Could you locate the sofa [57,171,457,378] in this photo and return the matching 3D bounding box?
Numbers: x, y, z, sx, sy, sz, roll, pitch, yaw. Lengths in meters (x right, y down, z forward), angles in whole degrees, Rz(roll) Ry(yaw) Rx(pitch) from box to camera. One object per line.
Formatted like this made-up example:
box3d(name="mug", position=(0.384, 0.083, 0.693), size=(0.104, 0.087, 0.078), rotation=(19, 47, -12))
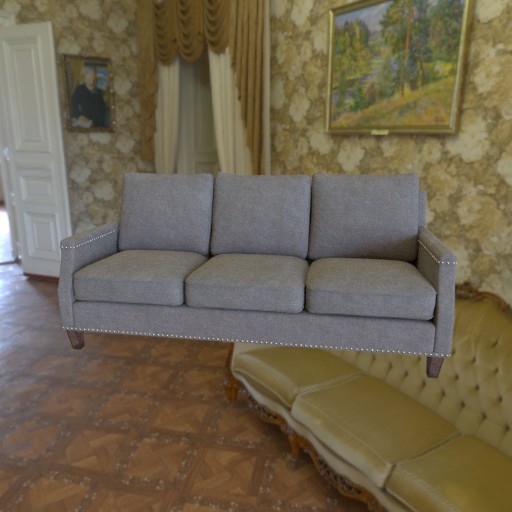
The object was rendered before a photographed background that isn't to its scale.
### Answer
box3d(name="sofa", position=(0.000, 0.000, 2.852), size=(2.226, 1.042, 1.034), rotation=(2, 15, 9))
